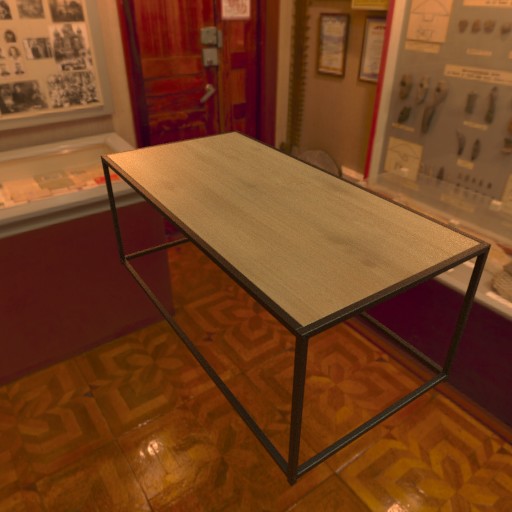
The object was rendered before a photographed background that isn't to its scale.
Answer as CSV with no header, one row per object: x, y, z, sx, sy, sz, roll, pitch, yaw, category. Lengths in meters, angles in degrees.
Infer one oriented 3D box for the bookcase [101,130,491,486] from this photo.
0.000,0.000,1.252,0.500,0.400,1.000,-19,36,-28,bookcase
